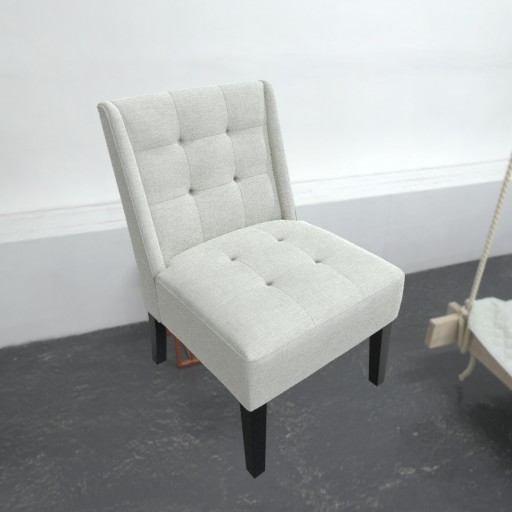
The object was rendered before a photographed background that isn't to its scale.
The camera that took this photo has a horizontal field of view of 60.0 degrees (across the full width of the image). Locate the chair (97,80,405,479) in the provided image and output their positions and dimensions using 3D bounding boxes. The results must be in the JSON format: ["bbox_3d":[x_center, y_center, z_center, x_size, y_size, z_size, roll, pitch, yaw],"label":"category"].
[{"bbox_3d":[0.000,0.000,1.294,0.569,0.853,0.676,-22,37,-32],"label":"chair"}]
